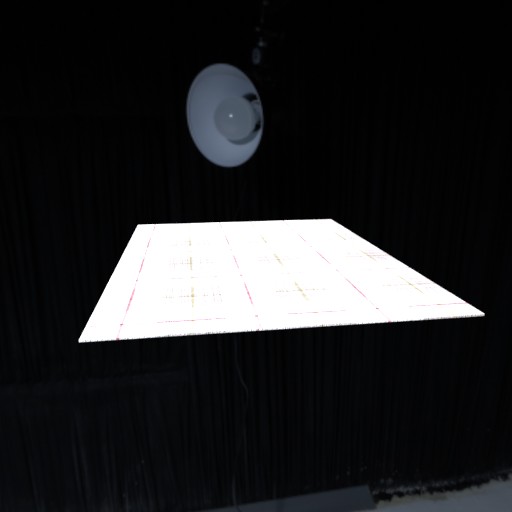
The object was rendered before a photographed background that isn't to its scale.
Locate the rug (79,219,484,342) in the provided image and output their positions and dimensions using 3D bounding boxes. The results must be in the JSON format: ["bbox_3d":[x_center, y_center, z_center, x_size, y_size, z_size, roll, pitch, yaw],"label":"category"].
[{"bbox_3d":[0.000,0.000,3.891,2.317,0.016,2.959,-2,16,-8],"label":"rug"}]
